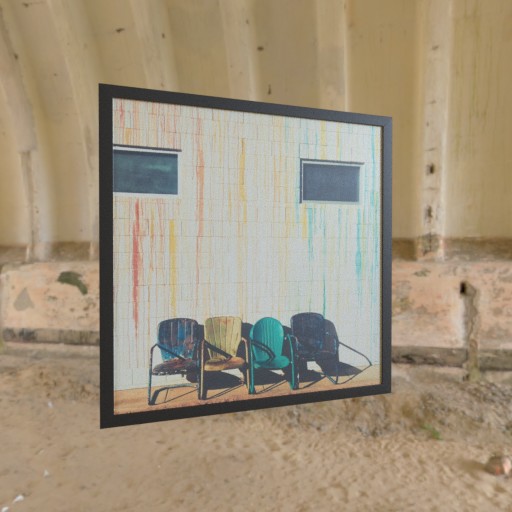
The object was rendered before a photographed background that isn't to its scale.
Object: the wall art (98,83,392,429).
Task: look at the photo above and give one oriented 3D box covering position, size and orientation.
[{"bbox_3d":[0.000,0.000,0.456,0.304,0.304,0.038,0,1,-19],"label":"wall art"}]
